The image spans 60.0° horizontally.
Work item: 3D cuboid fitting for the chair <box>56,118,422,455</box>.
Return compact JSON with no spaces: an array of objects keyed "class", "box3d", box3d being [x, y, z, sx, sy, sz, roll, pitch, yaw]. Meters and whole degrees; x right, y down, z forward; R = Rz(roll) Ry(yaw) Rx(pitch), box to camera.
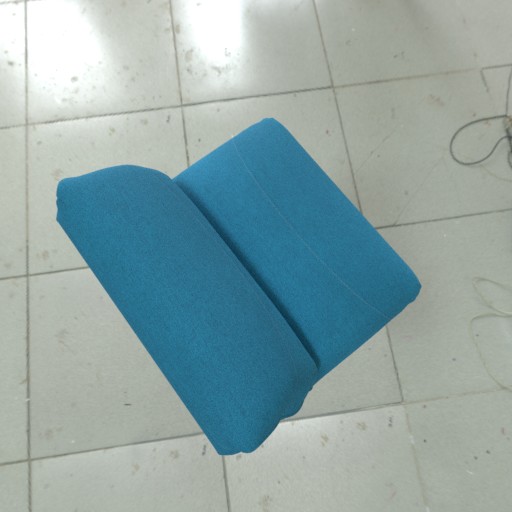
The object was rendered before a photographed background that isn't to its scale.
[{"class":"chair","box3d":[0.000,0.000,1.338,0.780,0.580,0.820,-37,78,-9]}]
